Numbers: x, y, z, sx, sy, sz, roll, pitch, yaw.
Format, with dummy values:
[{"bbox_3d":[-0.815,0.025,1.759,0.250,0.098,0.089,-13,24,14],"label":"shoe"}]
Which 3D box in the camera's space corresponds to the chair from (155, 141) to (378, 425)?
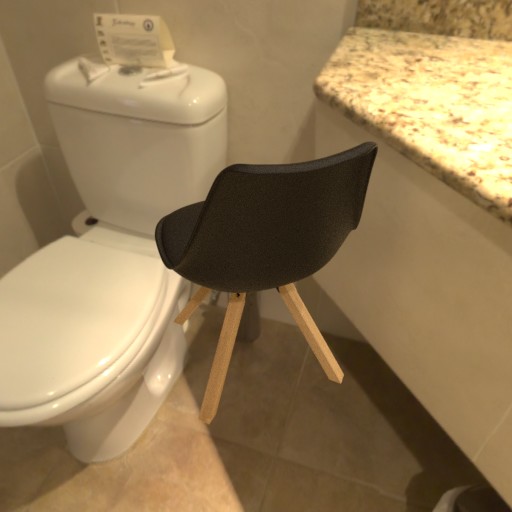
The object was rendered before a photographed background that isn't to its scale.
[{"bbox_3d":[0.000,0.000,1.160,0.485,0.850,0.549,-13,43,-14],"label":"chair"}]
